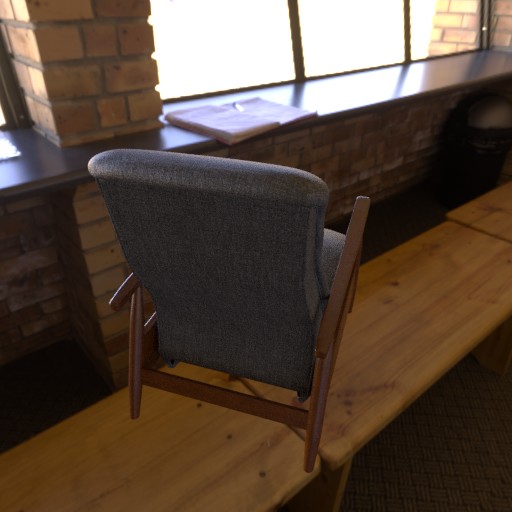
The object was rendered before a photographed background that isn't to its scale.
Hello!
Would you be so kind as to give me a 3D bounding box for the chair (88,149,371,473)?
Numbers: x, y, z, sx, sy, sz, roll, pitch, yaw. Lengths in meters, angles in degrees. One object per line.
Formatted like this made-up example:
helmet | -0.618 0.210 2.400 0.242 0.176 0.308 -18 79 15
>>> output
chair | 0.000 0.000 1.752 0.762 1.082 1.030 10 33 16
